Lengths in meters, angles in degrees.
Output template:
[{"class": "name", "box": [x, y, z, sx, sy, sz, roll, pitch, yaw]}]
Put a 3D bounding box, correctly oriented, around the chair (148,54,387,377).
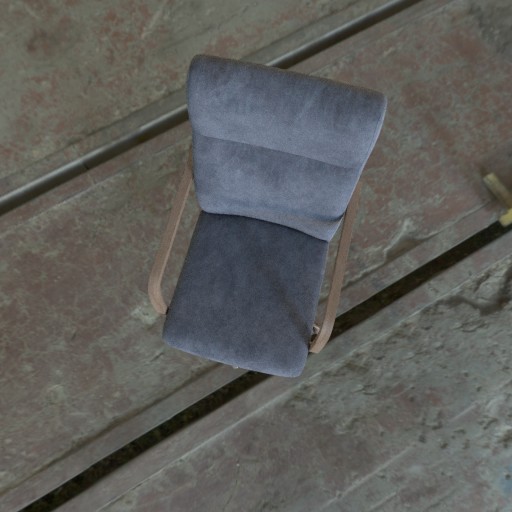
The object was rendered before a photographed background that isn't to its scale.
[{"class": "chair", "box": [0.000, 0.000, 1.474, 0.640, 1.029, 0.741, 14, 76, 4]}]
